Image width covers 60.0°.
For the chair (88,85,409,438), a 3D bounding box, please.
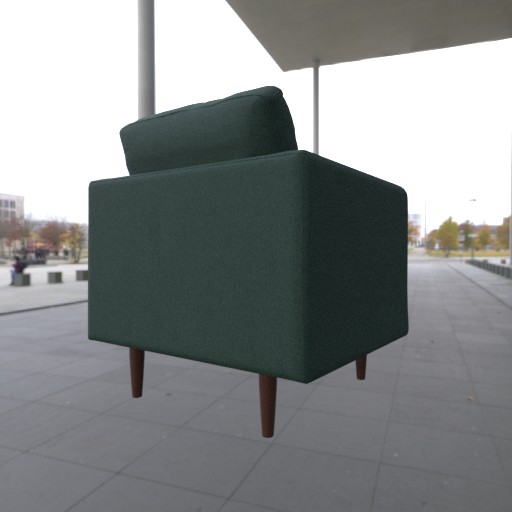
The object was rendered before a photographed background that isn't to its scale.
[{"bbox_3d":[0.000,0.000,1.559,0.855,0.927,0.800,1,1,36],"label":"chair"}]
